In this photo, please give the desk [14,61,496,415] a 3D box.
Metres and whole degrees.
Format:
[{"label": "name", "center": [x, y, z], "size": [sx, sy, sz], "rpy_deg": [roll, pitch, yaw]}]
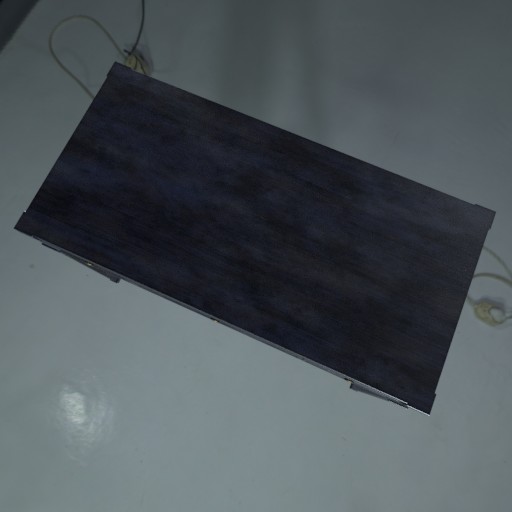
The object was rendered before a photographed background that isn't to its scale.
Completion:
[{"label": "desk", "center": [0.000, 0.000, 1.732], "size": [1.289, 0.861, 0.630], "rpy_deg": [23, 77, 6]}]
